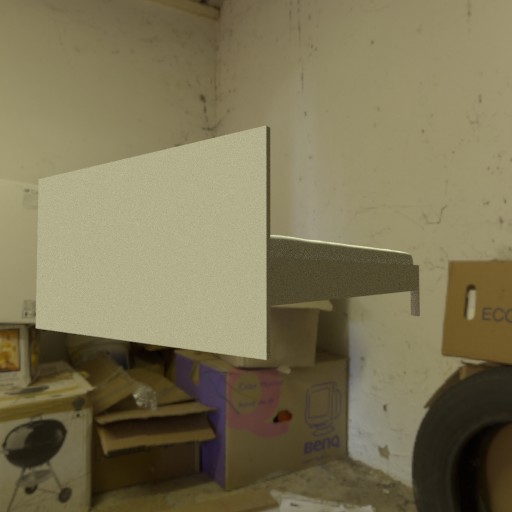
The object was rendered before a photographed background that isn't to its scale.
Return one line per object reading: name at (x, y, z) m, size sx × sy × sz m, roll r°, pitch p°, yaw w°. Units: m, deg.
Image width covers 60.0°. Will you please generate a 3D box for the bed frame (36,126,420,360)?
bed frame at (0.000, 0.000, 2.735) m, size 1.490 × 0.800 × 1.950 m, roll -2°, pitch -3°, yaw 36°
